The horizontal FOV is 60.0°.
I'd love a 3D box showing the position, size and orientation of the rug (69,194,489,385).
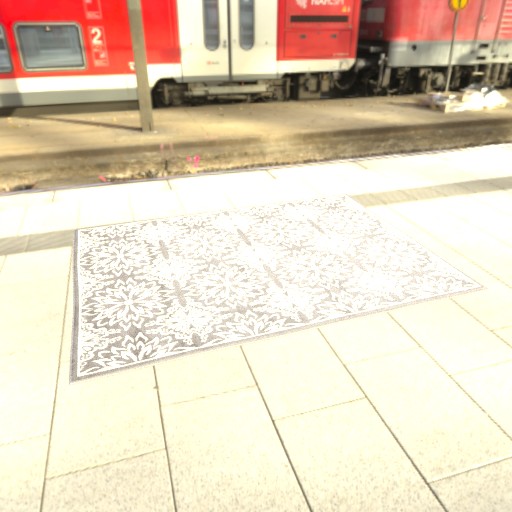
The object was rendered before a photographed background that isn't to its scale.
[{"bbox_3d":[0.000,0.000,2.835,2.213,0.014,1.608,-9,30,-17],"label":"rug"}]
